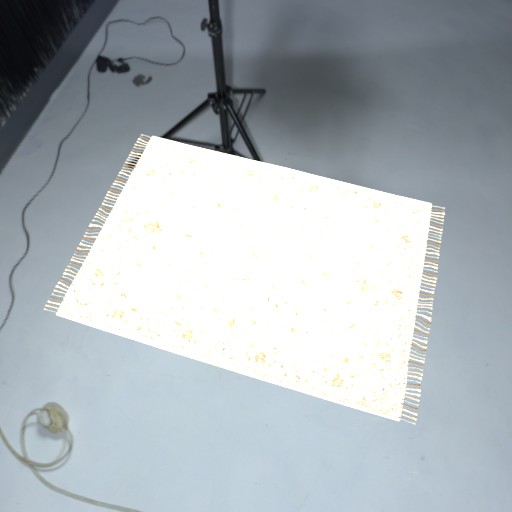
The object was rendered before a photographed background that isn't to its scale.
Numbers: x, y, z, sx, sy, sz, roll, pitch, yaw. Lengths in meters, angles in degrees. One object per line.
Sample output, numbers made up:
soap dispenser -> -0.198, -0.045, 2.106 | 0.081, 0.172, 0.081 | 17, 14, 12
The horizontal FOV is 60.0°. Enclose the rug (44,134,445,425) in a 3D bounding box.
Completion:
rug -> 0.000, 0.000, 2.348 | 1.861, 0.017, 1.218 | 15, 64, 8
